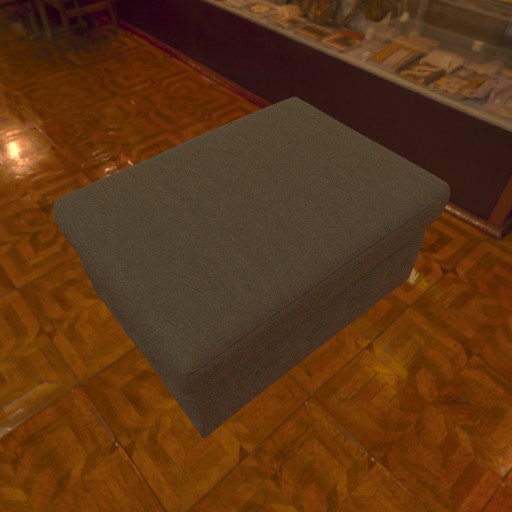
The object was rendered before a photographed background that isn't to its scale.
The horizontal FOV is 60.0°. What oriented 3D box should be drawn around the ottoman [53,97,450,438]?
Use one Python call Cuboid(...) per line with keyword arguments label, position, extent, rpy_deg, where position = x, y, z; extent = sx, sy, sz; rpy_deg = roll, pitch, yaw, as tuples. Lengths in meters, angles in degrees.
Cuboid(label="ottoman", position=(0.000, 0.000, 1.164), extent=(0.771, 0.500, 0.569), rpy_deg=(-31, 55, -25))
